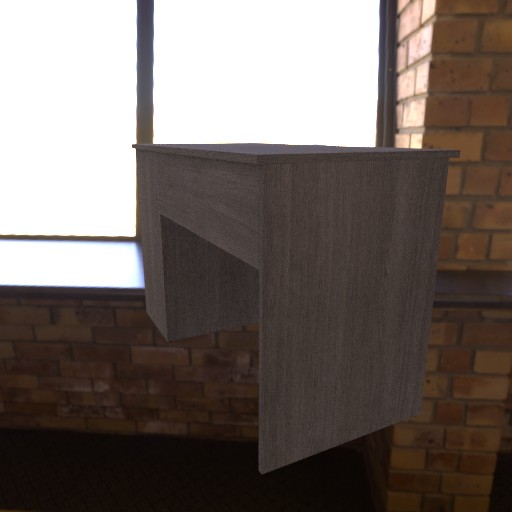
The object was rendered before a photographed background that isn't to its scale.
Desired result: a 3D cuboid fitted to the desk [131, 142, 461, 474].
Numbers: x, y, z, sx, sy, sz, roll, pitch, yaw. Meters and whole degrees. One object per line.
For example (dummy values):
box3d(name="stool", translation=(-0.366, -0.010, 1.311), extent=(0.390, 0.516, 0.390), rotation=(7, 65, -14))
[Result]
box3d(name="desk", translation=(0.000, 0.000, 1.526), extent=(0.560, 0.735, 1.097), rotation=(-8, 17, -26))
